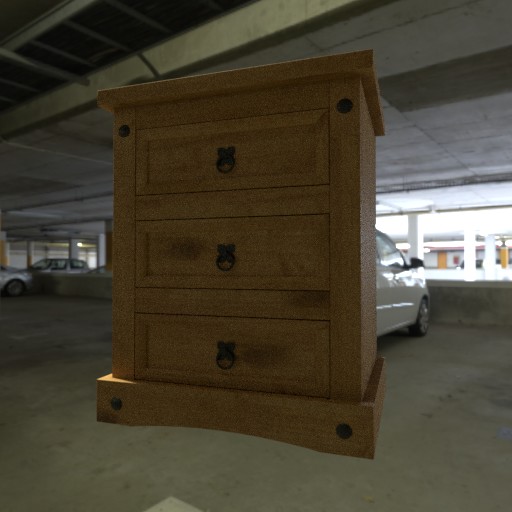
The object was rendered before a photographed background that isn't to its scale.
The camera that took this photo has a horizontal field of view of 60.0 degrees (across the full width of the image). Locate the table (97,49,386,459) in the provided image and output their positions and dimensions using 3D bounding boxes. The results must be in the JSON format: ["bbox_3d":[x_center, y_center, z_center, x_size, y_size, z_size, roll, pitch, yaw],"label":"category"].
[{"bbox_3d":[0.000,0.000,1.214,0.660,0.813,0.500,0,-1,19],"label":"table"}]
